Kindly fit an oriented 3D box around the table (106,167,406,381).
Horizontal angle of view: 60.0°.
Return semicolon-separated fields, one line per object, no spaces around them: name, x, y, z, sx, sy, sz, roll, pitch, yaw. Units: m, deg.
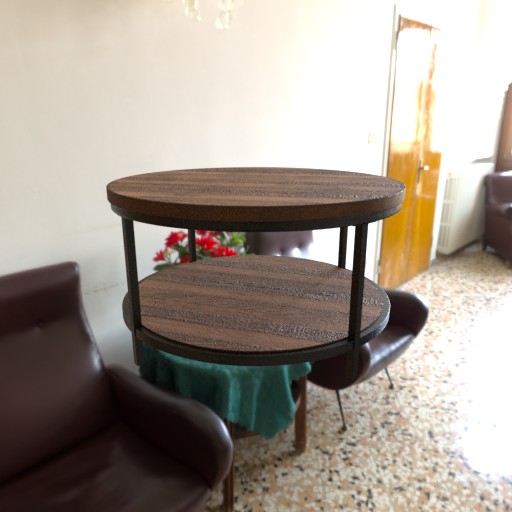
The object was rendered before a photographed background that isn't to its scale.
table;0.000;0.000;1.368;0.837;0.462;0.837;0;17;0
